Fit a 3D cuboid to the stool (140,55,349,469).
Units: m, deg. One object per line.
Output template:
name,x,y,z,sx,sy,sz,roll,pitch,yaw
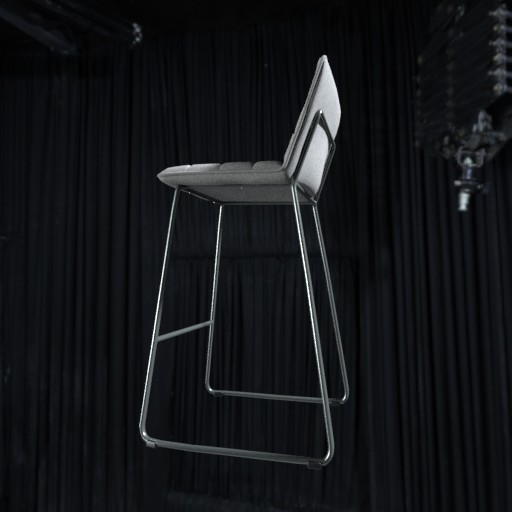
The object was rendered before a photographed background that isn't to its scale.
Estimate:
stool,0.000,0.000,1.284,0.490,0.960,0.490,0,-2,16
